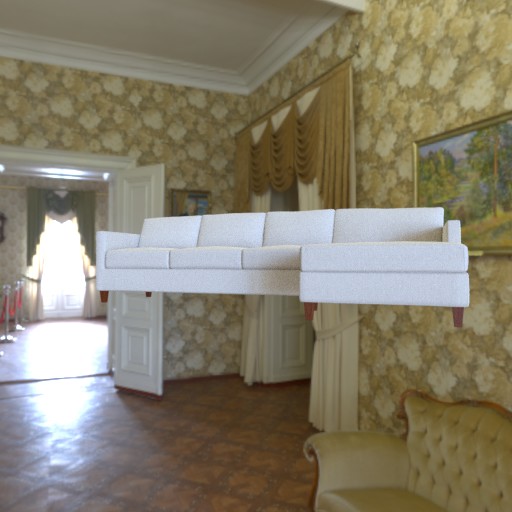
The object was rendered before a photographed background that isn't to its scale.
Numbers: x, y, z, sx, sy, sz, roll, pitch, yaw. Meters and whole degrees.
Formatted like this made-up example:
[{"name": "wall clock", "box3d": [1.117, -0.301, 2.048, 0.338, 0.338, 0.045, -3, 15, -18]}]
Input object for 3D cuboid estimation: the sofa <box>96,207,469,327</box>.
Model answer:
[{"name": "sofa", "box3d": [0.000, 0.000, 4.128, 3.471, 0.954, 1.599, 0, -1, 20]}]
